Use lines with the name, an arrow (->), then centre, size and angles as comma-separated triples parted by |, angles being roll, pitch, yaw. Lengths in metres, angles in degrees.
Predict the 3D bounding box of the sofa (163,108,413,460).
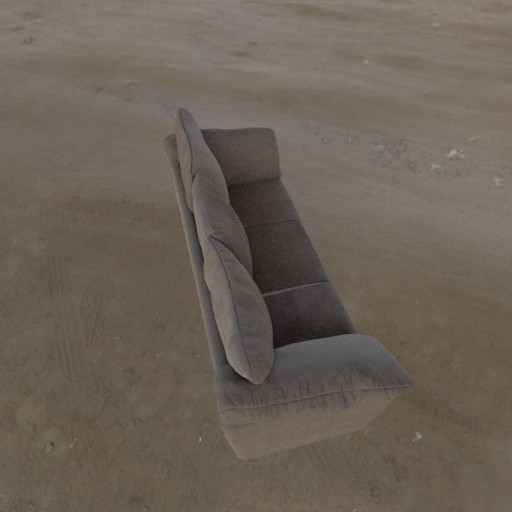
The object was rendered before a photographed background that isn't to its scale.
sofa -> 0.000, 0.000, 2.837 | 0.878, 1.073, 2.336 | -11, 48, -10
